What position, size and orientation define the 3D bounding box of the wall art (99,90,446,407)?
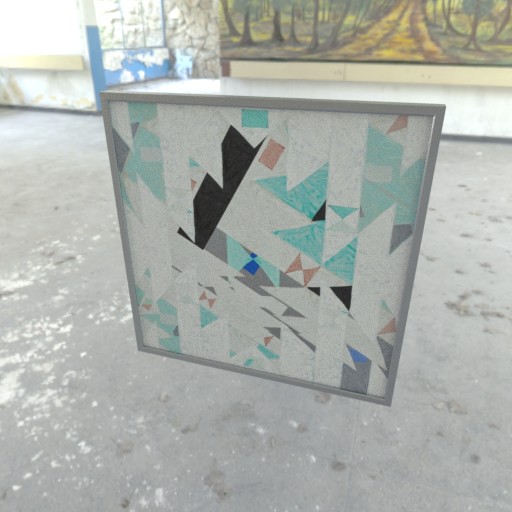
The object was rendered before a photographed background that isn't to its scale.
[{"bbox_3d":[0.000,0.000,1.189,0.806,0.806,0.038,8,28,16],"label":"wall art"}]
